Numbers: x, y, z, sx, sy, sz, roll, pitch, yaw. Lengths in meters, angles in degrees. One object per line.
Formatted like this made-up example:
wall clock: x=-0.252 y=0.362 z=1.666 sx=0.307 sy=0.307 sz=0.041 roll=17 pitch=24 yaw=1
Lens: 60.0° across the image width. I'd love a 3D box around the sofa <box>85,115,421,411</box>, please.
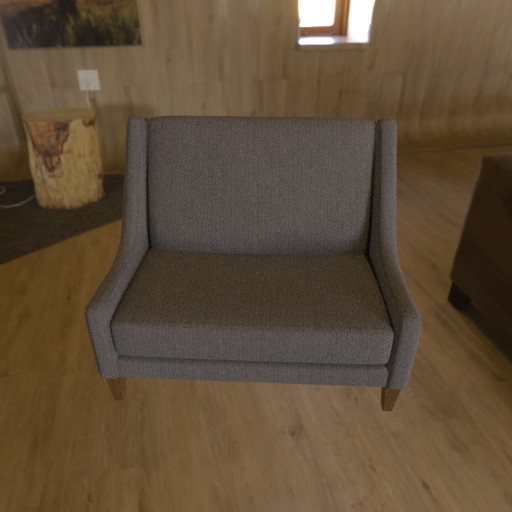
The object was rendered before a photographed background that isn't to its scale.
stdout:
sofa: x=0.000 y=0.000 z=1.932 sx=1.242 sy=1.022 sz=0.873 roll=1 pitch=31 yaw=2
